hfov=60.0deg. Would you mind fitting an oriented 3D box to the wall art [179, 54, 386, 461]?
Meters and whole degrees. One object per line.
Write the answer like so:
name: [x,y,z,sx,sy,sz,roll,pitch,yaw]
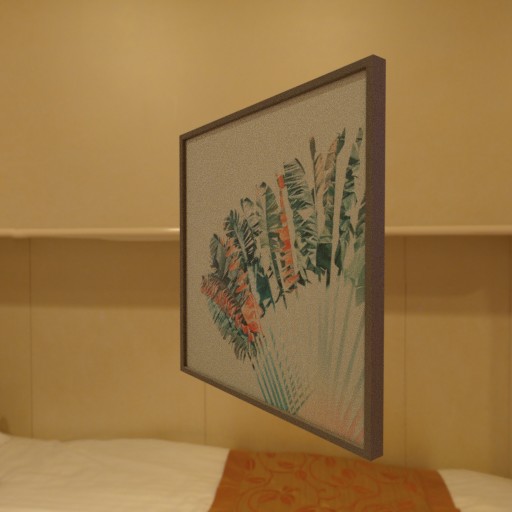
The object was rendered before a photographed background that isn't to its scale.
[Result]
wall art: [0.000,0.000,1.139,0.038,0.758,0.761,-1,2,-37]
